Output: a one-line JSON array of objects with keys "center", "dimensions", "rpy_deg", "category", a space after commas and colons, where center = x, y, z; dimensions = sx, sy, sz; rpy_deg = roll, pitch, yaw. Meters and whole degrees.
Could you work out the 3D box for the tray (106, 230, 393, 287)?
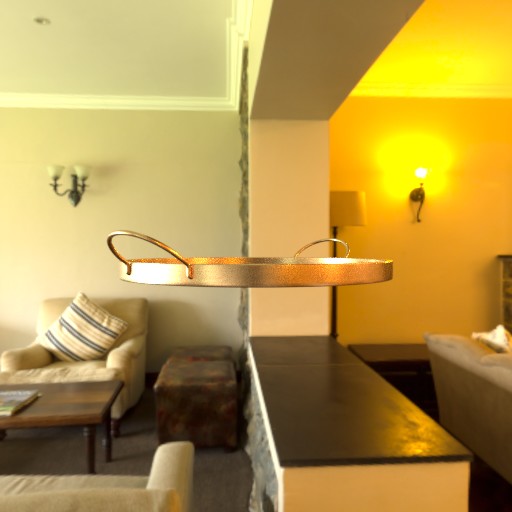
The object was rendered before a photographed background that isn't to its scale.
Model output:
[{"center": [0.000, 0.000, 0.741], "dimensions": [0.438, 0.069, 0.543], "rpy_deg": [1, 1, 37], "category": "tray"}]
